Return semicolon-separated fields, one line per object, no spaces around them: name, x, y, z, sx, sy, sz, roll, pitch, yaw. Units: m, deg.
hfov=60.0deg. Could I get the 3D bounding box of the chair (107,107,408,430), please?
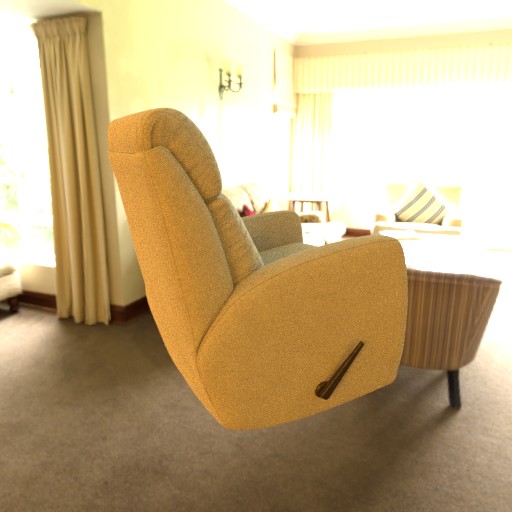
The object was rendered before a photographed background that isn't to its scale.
chair;0.000;0.000;1.665;0.941;1.015;0.812;-7;16;-26
